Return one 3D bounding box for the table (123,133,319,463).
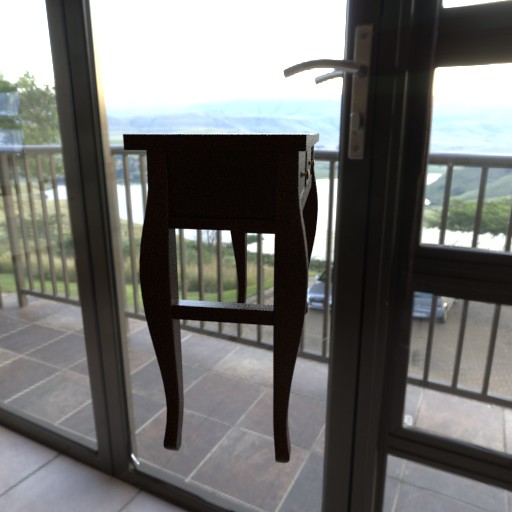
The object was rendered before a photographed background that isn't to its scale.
[{"bbox_3d":[0.000,0.000,1.441,0.373,0.768,1.062,2,16,9],"label":"table"}]
